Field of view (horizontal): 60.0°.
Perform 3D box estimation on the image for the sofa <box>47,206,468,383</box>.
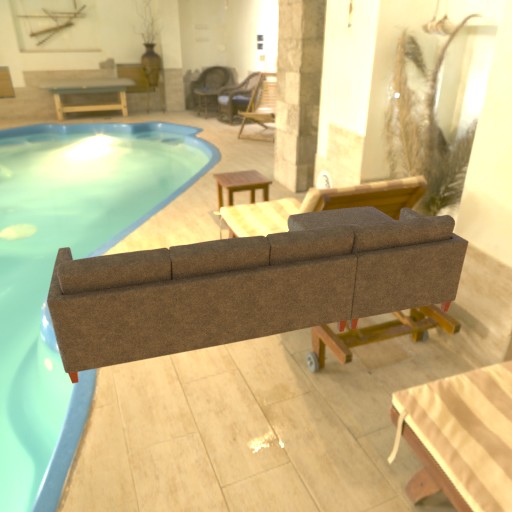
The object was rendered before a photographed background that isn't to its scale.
[{"bbox_3d":[0.000,0.000,4.236,3.471,0.954,1.606,-8,27,-15],"label":"sofa"}]
